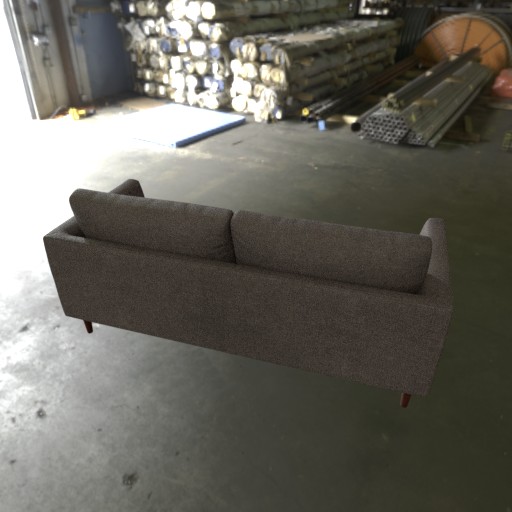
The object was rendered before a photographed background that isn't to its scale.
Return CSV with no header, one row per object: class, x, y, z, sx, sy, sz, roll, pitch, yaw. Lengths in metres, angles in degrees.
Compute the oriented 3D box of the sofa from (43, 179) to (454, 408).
sofa,0.000,0.000,2.482,1.948,0.868,1.020,9,33,15
